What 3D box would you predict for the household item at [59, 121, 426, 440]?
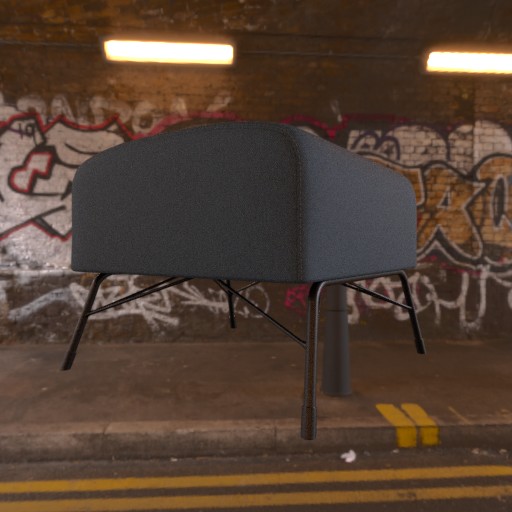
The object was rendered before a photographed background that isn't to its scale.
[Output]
[{"bbox_3d":[0.000,0.000,0.885,0.530,0.420,0.530,1,2,35],"label":"household item"}]
